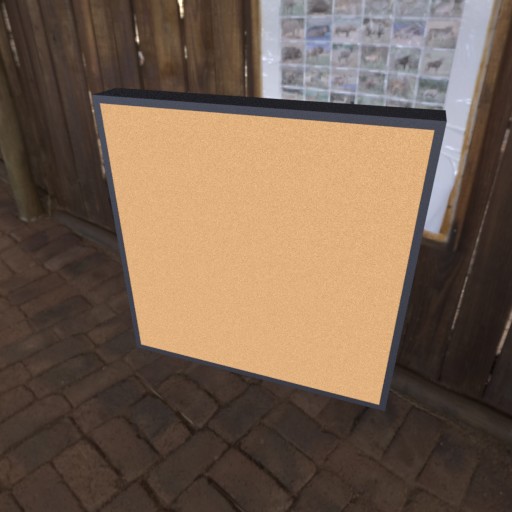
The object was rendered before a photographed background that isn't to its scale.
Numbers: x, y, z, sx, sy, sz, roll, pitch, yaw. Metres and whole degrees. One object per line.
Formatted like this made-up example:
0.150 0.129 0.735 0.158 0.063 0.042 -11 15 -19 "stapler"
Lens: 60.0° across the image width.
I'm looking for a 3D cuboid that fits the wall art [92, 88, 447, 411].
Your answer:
0.000 0.000 0.454 0.304 0.304 0.038 10 32 16 "wall art"
